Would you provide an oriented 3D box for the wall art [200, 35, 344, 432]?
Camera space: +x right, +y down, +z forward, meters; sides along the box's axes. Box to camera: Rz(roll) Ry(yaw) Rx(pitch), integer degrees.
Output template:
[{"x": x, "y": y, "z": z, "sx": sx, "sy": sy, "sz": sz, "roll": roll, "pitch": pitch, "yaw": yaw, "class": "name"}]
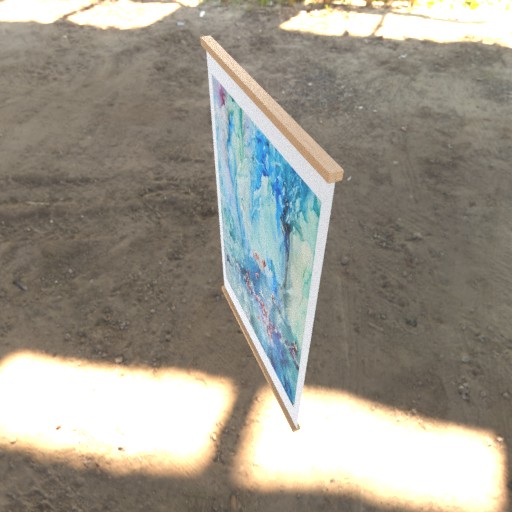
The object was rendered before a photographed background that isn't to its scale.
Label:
[{"x": 0.000, "y": 0.000, "z": 1.311, "sx": 0.027, "sy": 1.020, "sz": 0.669, "roll": -17, "pitch": 48, "yaw": -16, "class": "wall art"}]
